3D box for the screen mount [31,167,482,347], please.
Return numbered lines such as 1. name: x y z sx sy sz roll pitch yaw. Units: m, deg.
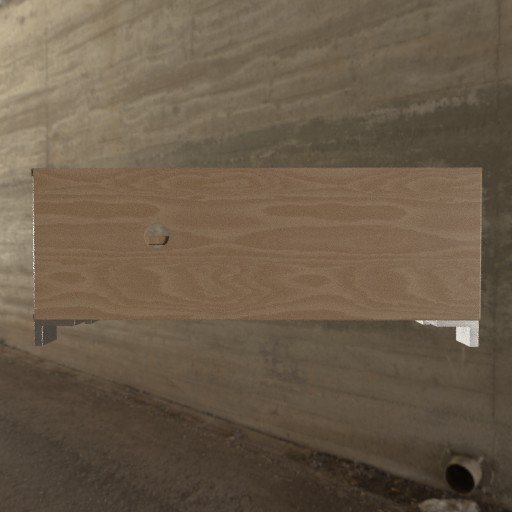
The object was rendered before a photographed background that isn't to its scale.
1. screen mount: 0.000 0.000 1.268 1.084 0.432 0.406 0 1 1
